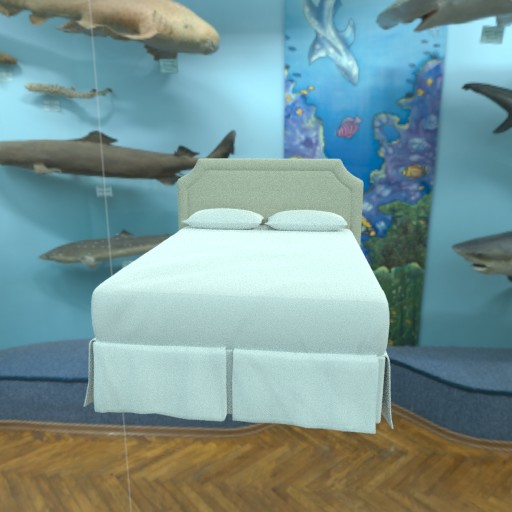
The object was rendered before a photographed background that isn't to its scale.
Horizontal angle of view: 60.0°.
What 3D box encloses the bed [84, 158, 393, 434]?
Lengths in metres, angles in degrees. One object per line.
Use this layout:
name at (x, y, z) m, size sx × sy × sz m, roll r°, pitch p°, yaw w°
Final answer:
bed at (0.000, 0.000, 3.132) m, size 1.693 × 1.290 × 2.116 m, roll 2°, pitch 14°, yaw 6°
